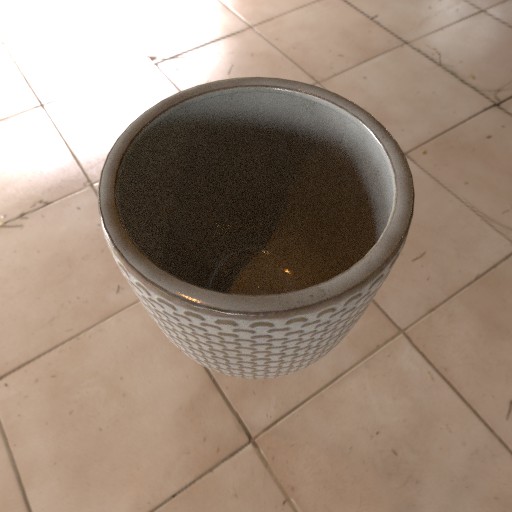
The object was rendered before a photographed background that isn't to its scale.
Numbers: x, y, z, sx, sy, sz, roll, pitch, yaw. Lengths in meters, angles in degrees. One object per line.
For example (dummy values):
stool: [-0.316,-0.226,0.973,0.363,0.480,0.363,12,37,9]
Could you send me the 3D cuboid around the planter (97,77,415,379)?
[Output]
planter: [0.000,0.000,0.354,0.197,0.191,0.197,0,57,0]
